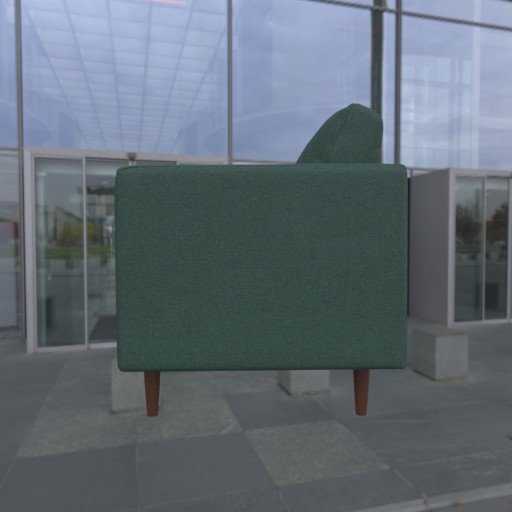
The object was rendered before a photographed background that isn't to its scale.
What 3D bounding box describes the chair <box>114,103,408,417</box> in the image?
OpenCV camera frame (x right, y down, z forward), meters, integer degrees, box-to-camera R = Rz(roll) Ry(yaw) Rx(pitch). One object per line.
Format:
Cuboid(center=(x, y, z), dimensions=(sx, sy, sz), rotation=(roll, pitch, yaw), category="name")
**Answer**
Cuboid(center=(0.000, 0.000, 1.565), dimensions=(0.800, 0.927, 0.855), rotation=(0, 2, -1), category="chair")
